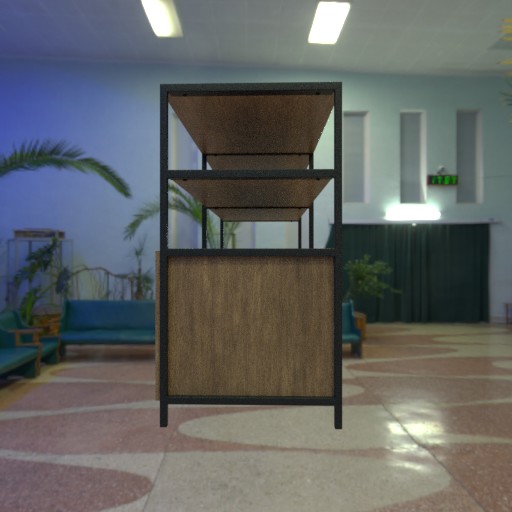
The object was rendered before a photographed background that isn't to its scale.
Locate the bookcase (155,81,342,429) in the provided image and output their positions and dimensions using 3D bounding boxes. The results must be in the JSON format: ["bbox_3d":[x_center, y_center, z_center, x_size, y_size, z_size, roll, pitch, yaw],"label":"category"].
[{"bbox_3d":[0.000,0.000,1.486,0.391,0.712,1.149,0,0,2],"label":"bookcase"}]
